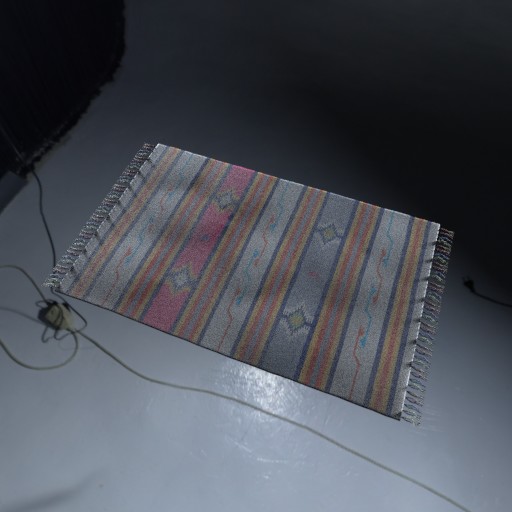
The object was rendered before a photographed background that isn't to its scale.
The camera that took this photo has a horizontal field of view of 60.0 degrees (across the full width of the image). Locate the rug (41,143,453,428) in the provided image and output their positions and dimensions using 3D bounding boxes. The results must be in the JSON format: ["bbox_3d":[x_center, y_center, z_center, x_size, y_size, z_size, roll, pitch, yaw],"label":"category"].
[{"bbox_3d":[0.000,0.000,2.259,1.849,0.013,1.084,18,59,11],"label":"rug"}]
